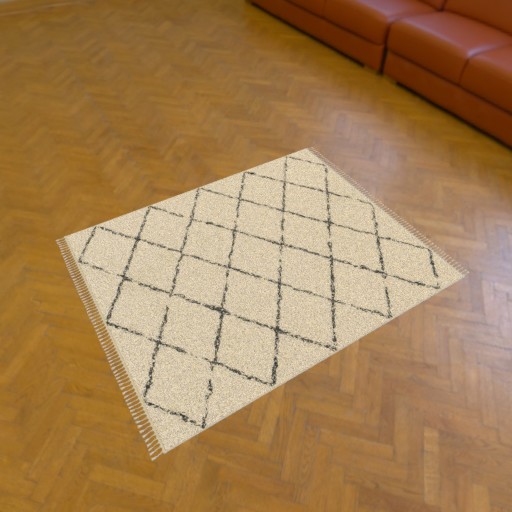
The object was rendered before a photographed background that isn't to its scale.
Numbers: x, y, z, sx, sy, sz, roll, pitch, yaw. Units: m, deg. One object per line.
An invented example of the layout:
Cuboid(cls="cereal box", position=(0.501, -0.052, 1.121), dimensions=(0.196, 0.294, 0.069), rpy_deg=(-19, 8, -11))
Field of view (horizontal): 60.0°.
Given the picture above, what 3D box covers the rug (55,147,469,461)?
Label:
Cuboid(cls="rug", position=(0.000, 0.000, 4.102), dimensions=(3.051, 0.013, 2.380), rpy_deg=(-24, 51, -21))
